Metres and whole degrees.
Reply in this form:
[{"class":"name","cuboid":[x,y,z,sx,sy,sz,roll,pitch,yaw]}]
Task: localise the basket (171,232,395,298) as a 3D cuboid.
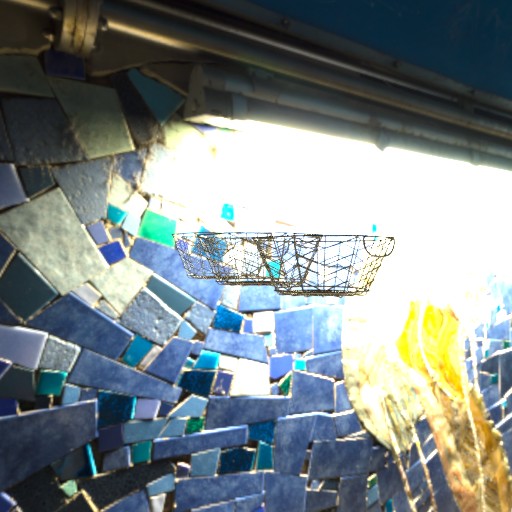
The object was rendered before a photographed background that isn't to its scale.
[{"class":"basket","cuboid":[0.000,0.000,1.433,0.432,0.178,1.246,0,0,-19]}]
